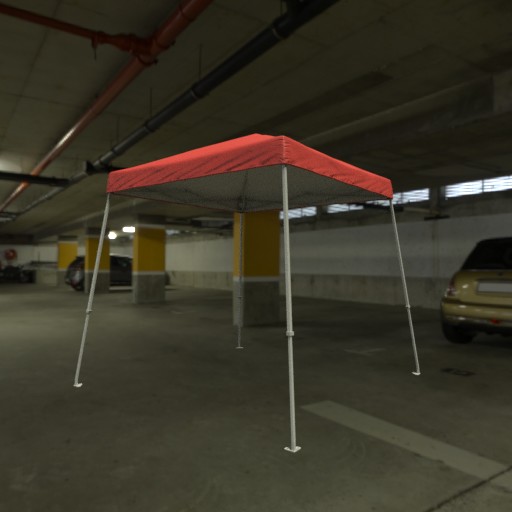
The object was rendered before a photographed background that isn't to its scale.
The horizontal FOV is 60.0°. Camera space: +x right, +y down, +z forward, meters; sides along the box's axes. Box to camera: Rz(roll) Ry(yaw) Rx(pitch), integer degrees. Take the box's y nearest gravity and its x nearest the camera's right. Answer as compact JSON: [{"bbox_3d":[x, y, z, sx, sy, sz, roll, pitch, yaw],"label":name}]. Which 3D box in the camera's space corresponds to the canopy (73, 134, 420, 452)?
[{"bbox_3d":[0.000,0.000,5.140,2.849,2.849,2.848,-1,-1,37],"label":"canopy"}]
